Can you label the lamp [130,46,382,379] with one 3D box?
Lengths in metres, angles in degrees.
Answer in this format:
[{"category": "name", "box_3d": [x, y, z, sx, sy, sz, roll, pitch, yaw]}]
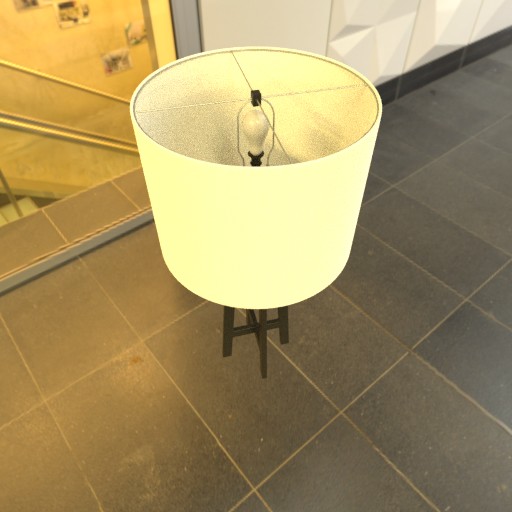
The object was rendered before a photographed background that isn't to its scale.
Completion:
[{"category": "lamp", "box_3d": [0.000, 0.000, 0.634, 0.257, 0.489, 0.257, 23, 51, 21]}]
